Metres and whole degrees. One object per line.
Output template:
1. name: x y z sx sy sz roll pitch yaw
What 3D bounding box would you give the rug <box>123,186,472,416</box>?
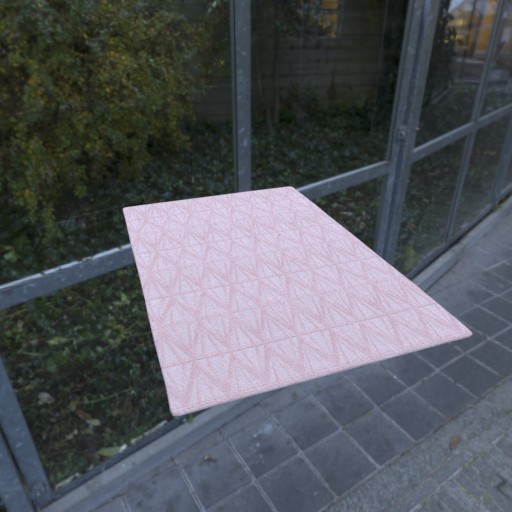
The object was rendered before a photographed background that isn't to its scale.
1. rug: 0.000 0.000 3.079 1.609 0.015 2.390 -10 30 -17
